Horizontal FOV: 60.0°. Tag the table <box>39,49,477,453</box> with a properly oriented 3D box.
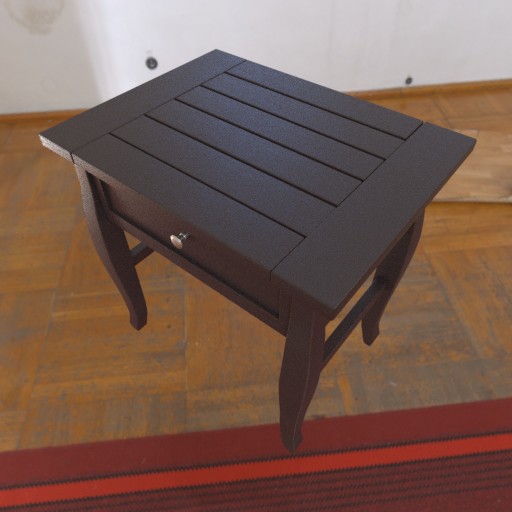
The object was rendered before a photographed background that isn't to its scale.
[{"bbox_3d":[0.000,0.000,0.983,0.602,0.605,0.460,30,54,25],"label":"table"}]
